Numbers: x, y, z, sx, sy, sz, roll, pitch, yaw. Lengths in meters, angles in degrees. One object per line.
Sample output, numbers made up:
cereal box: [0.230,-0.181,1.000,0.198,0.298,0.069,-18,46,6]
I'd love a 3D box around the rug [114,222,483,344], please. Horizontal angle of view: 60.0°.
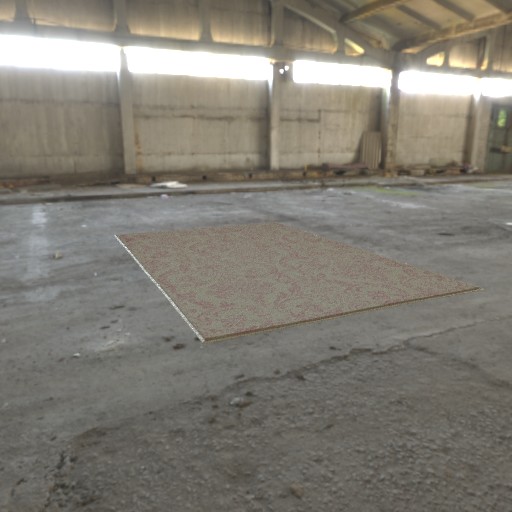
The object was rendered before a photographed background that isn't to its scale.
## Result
rug: [0.000,0.000,3.566,1.819,0.018,2.746,-6,15,-24]
